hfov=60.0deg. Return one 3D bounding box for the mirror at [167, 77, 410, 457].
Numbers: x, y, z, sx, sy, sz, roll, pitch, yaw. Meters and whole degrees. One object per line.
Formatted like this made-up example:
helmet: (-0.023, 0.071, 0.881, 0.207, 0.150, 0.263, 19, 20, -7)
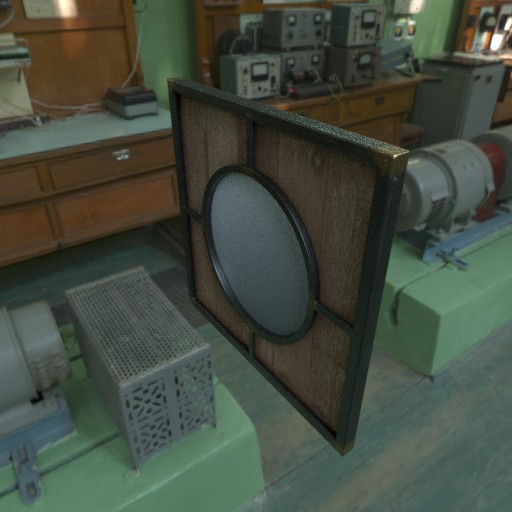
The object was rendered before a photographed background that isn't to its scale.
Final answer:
mirror: (0.000, 0.000, 0.574, 0.020, 0.381, 0.382, -21, 38, -30)
